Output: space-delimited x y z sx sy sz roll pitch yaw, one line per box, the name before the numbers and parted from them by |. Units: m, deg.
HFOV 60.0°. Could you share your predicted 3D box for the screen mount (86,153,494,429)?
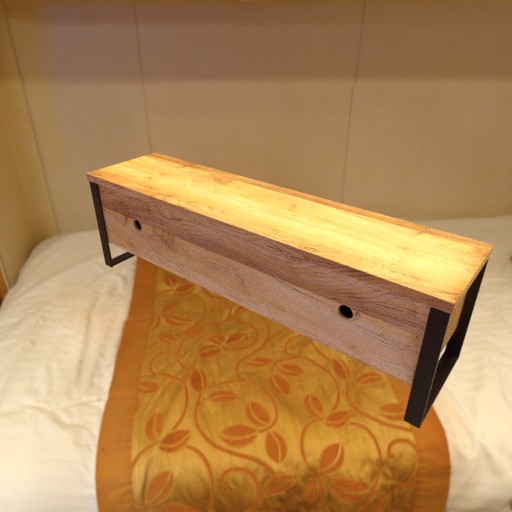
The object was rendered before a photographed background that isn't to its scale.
screen mount | 0.000 0.000 1.721 1.524 0.450 0.395 21 36 32
